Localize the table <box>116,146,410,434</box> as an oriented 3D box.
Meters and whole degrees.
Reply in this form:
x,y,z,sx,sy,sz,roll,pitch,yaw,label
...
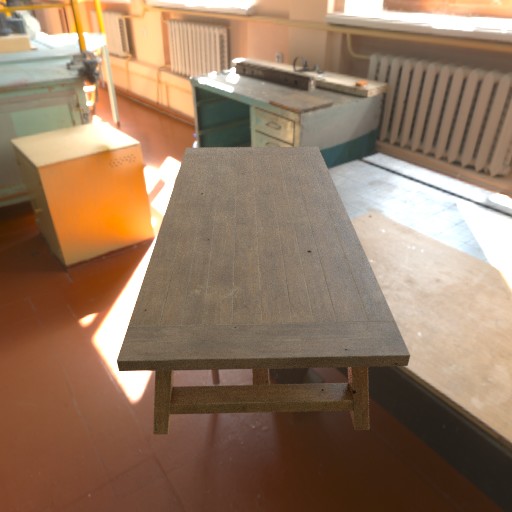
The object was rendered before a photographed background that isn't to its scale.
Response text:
x,y,z,sx,sy,sz,roll,pitch,yaw,label
0.000,0.000,2.117,0.820,0.465,1.800,-1,32,-1,table
